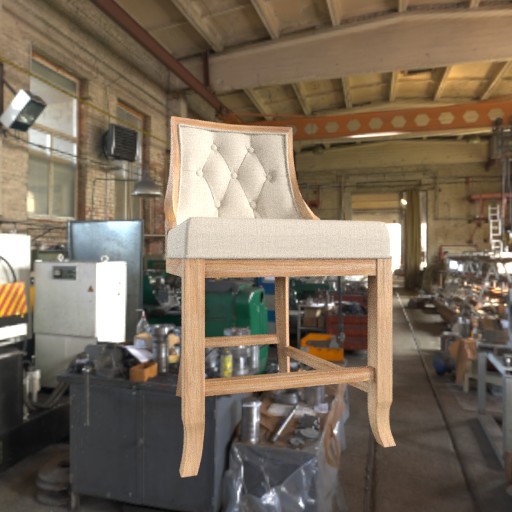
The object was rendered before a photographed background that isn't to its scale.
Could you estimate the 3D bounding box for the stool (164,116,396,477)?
[{"bbox_3d":[0.000,0.000,1.307,0.524,0.938,0.626,0,0,-17],"label":"stool"}]
